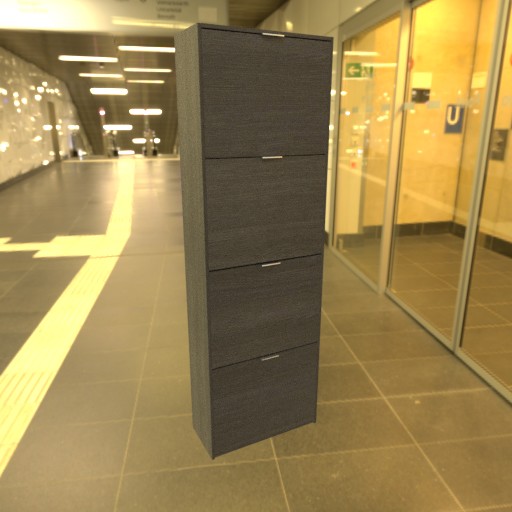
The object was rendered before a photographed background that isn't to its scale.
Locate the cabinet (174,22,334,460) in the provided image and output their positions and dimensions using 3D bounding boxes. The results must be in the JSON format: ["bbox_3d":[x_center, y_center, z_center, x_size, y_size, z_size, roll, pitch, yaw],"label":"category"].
[{"bbox_3d":[0.000,0.000,1.804,0.520,1.630,0.255,-8,18,-26],"label":"cabinet"}]
